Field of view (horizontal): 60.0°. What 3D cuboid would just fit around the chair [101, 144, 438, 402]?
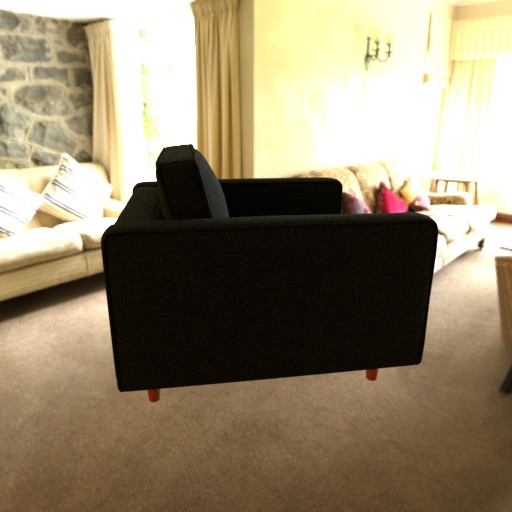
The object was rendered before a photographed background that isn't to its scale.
[{"bbox_3d":[0.000,0.000,1.613,0.920,0.770,0.899,-3,18,-9],"label":"chair"}]
